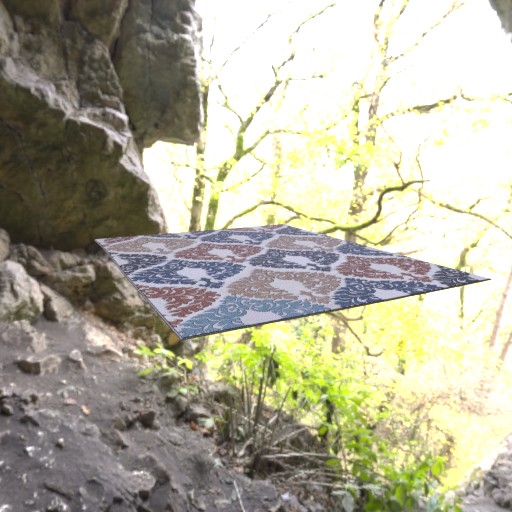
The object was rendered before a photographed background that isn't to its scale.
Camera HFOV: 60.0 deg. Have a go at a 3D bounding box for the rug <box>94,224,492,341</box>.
[{"bbox_3d":[0.000,0.000,4.078,2.423,0.014,3.040,-7,14,-27],"label":"rug"}]
